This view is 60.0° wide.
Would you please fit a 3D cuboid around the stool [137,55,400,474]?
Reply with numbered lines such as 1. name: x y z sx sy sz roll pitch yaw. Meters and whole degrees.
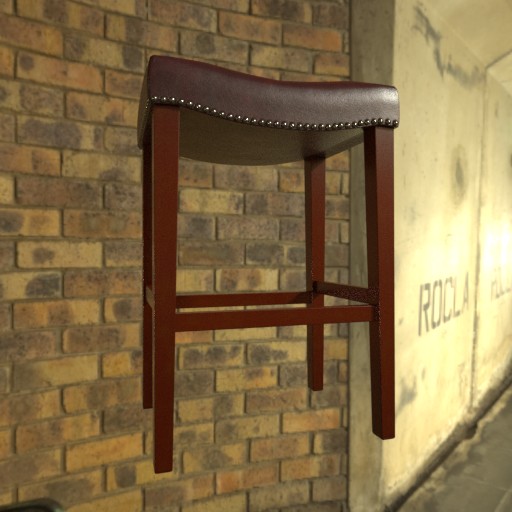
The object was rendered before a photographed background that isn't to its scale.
1. stool: 0.000 0.000 0.997 0.504 0.742 0.372 0 1 -18
